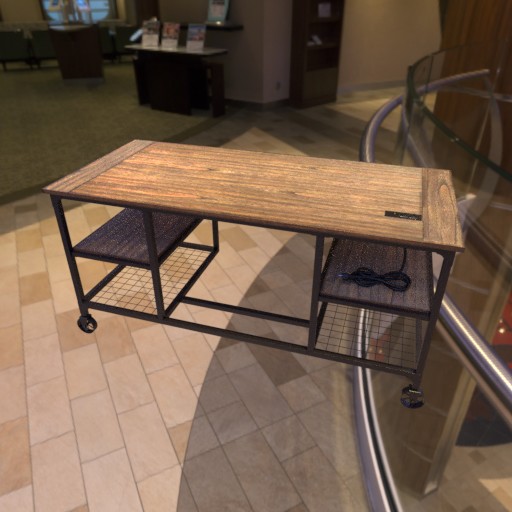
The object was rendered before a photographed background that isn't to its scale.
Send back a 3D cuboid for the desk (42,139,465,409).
[{"bbox_3d":[0.000,0.000,2.037,1.590,0.751,0.711,9,32,15],"label":"desk"}]
